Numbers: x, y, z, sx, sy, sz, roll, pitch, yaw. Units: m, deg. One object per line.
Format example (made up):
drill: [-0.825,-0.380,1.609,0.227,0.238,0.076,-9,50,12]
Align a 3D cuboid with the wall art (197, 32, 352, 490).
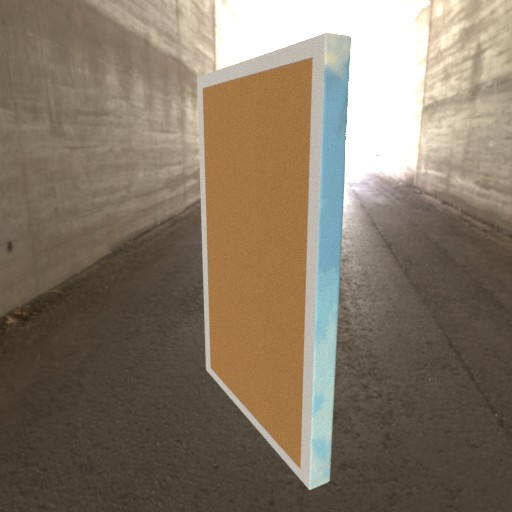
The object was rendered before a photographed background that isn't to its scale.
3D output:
wall art: [0.000,0.000,0.747,0.038,0.610,0.401,-8,16,-27]
